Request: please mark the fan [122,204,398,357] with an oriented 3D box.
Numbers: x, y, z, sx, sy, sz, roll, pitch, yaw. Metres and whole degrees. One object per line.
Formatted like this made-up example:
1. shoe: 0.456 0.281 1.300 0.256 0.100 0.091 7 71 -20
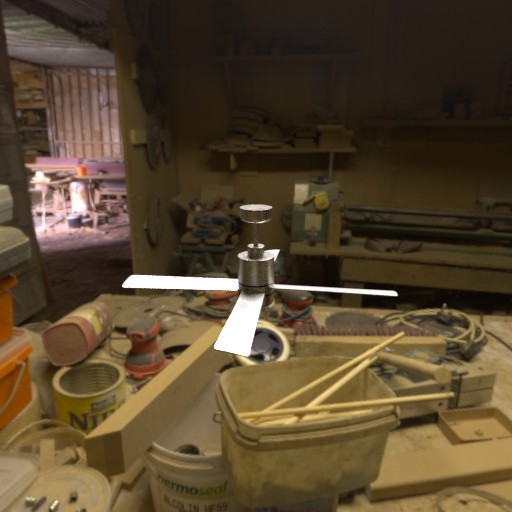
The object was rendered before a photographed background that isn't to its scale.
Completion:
1. fan: 0.000 0.000 2.432 1.525 0.539 1.525 2 16 8
